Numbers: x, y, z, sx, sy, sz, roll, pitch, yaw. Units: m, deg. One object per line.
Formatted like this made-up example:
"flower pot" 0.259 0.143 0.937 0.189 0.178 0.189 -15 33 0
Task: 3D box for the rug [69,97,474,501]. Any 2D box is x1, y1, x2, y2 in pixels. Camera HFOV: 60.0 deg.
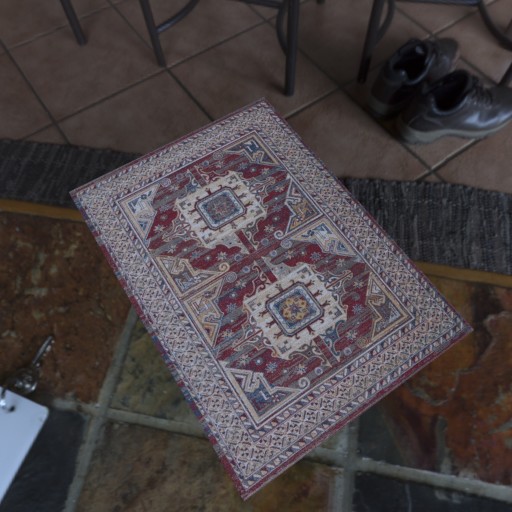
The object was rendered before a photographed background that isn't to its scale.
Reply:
"rug" 0.000 0.000 2.810 1.599 0.011 2.210 -31 68 -14
